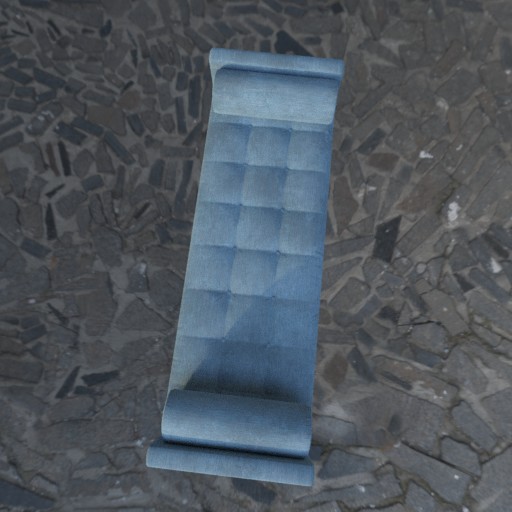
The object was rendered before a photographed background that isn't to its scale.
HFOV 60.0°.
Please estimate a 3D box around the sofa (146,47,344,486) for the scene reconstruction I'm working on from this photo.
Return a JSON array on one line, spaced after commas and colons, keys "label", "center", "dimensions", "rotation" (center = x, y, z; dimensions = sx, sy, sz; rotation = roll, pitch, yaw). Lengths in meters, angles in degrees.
[{"label": "sofa", "center": [0.000, 0.000, 2.295], "dimensions": [0.686, 0.635, 1.981], "rotation": [6, 76, 1]}]
